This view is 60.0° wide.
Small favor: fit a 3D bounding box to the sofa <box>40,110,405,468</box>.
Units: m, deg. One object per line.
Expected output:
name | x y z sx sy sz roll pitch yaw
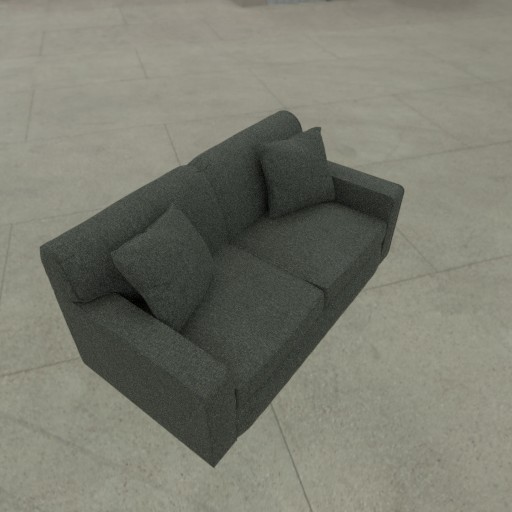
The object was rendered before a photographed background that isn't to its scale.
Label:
sofa | 0.000 0.000 2.483 0.998 0.958 1.846 26 47 27
